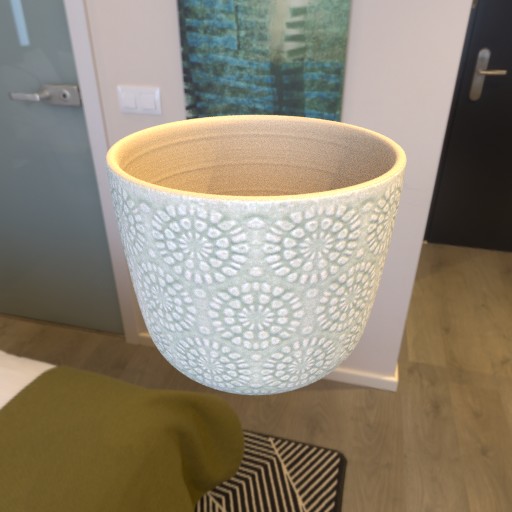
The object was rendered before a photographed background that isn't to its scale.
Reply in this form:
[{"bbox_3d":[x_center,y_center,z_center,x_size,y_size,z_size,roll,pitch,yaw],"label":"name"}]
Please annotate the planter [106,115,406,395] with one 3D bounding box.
[{"bbox_3d":[0.000,0.000,0.216,0.124,0.109,0.124,0,29,0],"label":"planter"}]
